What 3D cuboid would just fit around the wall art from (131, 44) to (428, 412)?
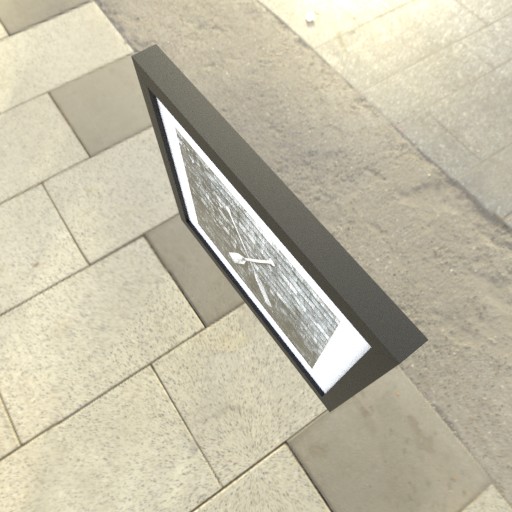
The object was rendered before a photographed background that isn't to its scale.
[{"bbox_3d":[0.000,0.000,0.533,0.029,0.330,0.381,-34,69,-15],"label":"wall art"}]
